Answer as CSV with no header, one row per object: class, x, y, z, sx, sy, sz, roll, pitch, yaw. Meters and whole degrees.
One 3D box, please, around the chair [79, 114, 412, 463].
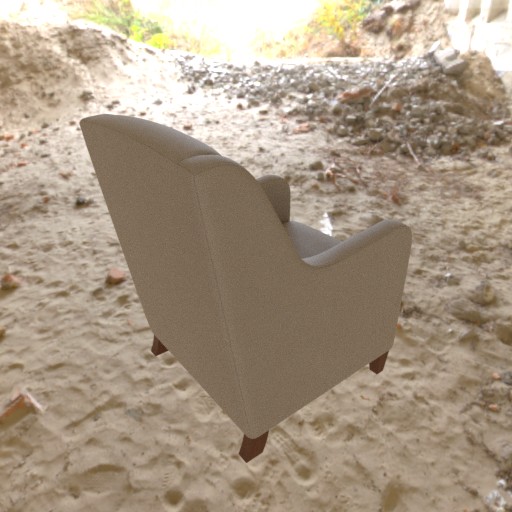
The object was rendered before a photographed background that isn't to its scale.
chair,0.000,0.000,1.575,0.863,1.010,0.715,-20,34,-33
